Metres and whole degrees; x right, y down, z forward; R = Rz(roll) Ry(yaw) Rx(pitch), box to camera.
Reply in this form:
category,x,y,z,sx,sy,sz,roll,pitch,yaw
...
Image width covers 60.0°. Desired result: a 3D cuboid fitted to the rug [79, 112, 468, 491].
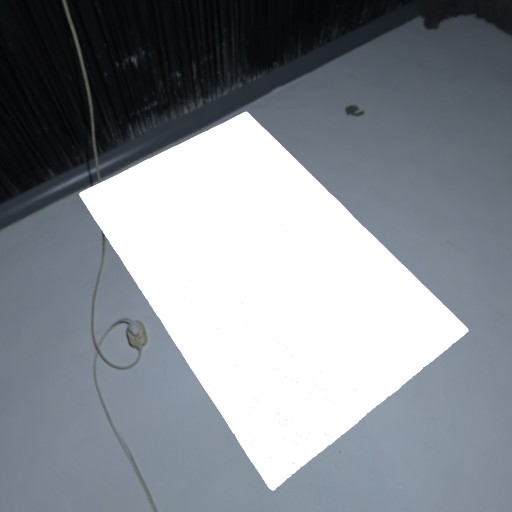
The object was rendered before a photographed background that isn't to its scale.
category,x,y,z,sx,sy,sz,roll,pitch,yaw
rug,0.000,0.000,3.049,1.546,0.010,2.442,-32,64,-17
